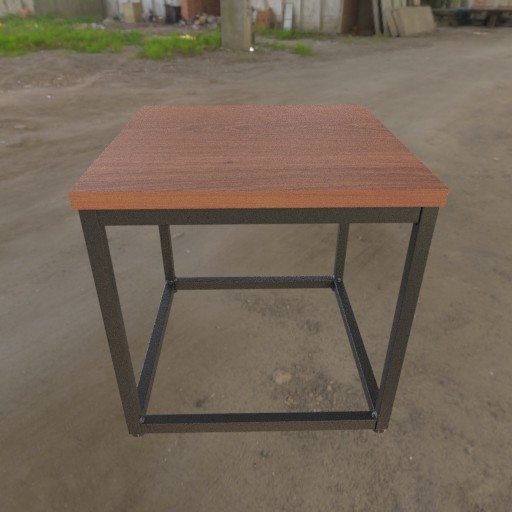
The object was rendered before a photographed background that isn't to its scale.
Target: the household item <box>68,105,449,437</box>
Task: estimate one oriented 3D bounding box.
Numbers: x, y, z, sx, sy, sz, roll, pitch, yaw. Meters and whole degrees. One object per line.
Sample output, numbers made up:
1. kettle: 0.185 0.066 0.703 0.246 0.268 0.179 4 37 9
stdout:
1. household item: 0.000 0.000 0.739 0.400 0.400 0.400 -1 31 -1
